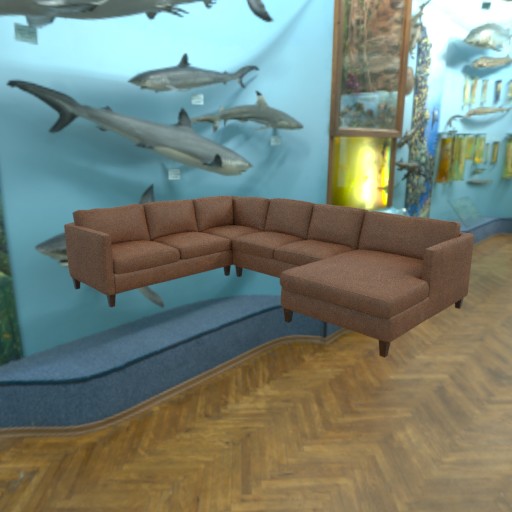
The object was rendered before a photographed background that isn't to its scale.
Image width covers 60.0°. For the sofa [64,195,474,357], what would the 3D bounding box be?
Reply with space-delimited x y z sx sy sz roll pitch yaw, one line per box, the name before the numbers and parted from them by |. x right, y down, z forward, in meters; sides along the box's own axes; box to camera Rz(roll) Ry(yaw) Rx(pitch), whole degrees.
sofa | 0.000 0.000 4.616 3.460 0.923 2.593 14 20 43
